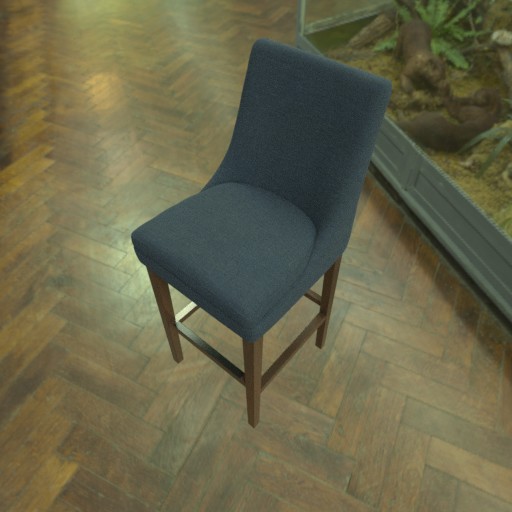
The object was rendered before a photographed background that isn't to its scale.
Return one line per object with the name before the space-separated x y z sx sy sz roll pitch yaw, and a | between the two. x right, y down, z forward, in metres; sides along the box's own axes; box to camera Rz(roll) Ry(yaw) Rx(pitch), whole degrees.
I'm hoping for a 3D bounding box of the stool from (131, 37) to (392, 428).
stool | 0.000 0.000 1.391 0.470 1.078 0.577 32 55 26
